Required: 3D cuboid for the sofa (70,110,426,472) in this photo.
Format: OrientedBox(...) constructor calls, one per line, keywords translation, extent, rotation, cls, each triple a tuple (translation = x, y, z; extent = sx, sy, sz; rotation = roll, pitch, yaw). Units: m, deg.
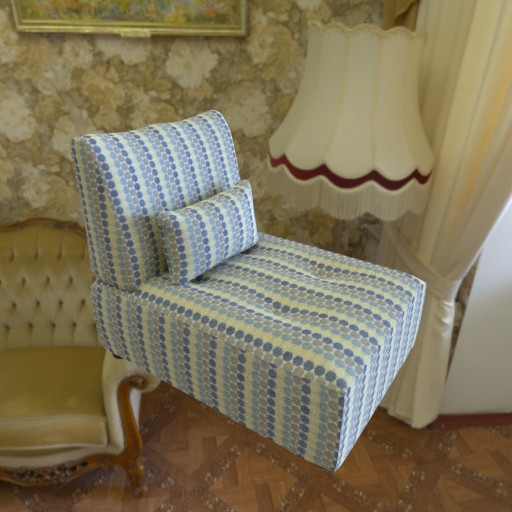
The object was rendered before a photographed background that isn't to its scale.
OrientedBox(translation=(0.000, 0.000, 1.524), extent=(1.000, 0.820, 0.700), rotation=(17, 31, 31), cls="sofa")
